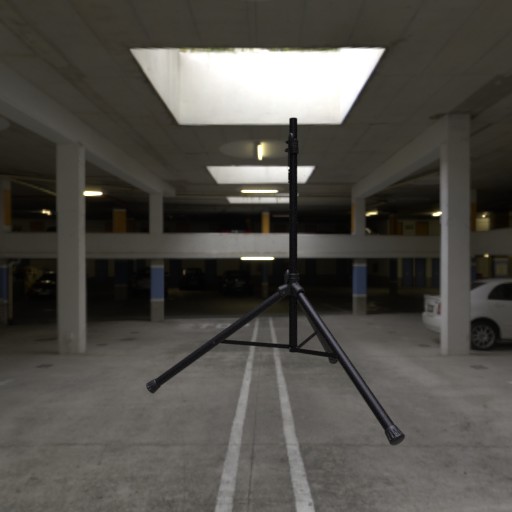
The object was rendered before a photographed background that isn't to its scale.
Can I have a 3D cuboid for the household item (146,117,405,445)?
[{"bbox_3d":[0.000,0.000,1.833,0.907,1.136,1.045,0,0,1],"label":"household item"}]
